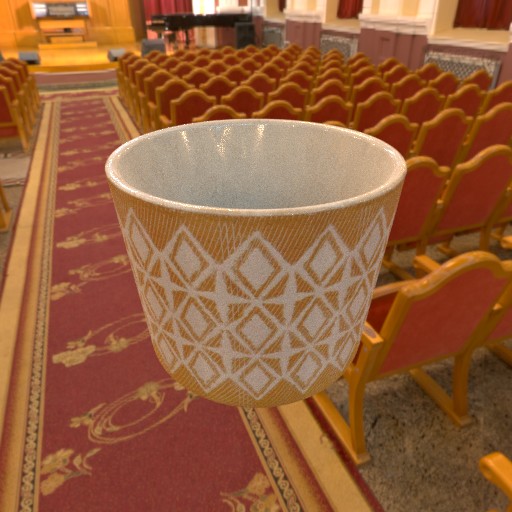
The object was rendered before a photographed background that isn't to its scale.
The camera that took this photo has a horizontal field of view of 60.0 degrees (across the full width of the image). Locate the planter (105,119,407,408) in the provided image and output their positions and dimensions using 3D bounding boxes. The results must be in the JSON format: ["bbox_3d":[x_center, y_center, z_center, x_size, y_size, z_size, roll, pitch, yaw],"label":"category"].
[{"bbox_3d":[0.000,0.000,0.219,0.126,0.104,0.126,0,30,0],"label":"planter"}]
